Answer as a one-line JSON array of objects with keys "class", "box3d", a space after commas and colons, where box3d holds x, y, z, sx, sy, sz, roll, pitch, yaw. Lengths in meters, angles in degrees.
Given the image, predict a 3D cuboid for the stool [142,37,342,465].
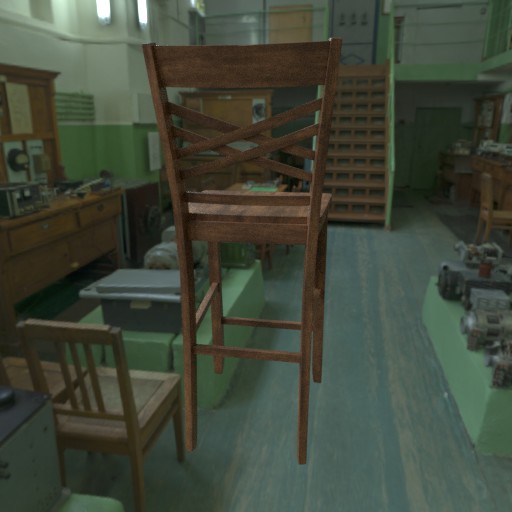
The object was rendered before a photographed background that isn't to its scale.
[{"class": "stool", "box3d": [0.000, 0.000, 1.321, 0.433, 1.105, 0.487, 3, 18, 9]}]
